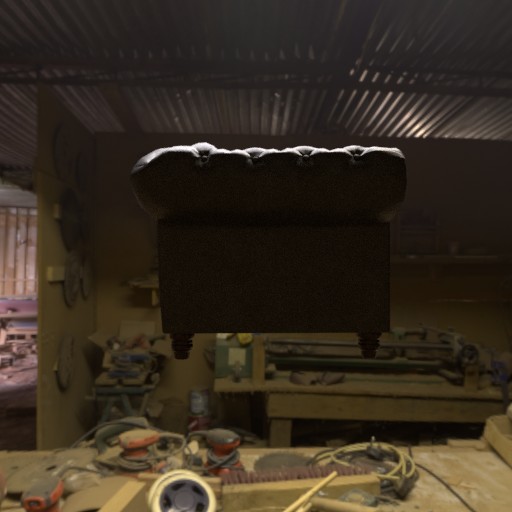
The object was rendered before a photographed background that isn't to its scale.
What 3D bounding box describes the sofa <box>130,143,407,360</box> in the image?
[{"bbox_3d":[0.000,0.000,2.431,0.944,0.779,2.048,0,-1,-2],"label":"sofa"}]
